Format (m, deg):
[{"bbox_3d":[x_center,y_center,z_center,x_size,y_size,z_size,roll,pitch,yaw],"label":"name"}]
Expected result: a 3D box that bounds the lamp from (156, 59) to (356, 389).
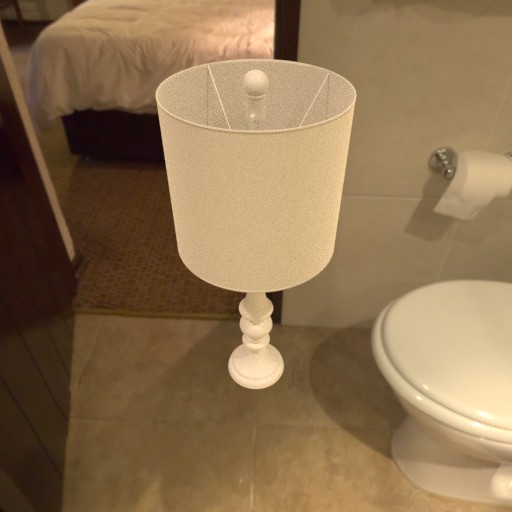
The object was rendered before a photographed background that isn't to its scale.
[{"bbox_3d":[0.000,0.000,0.738,0.250,0.597,0.250,-24,46,-26],"label":"lamp"}]
